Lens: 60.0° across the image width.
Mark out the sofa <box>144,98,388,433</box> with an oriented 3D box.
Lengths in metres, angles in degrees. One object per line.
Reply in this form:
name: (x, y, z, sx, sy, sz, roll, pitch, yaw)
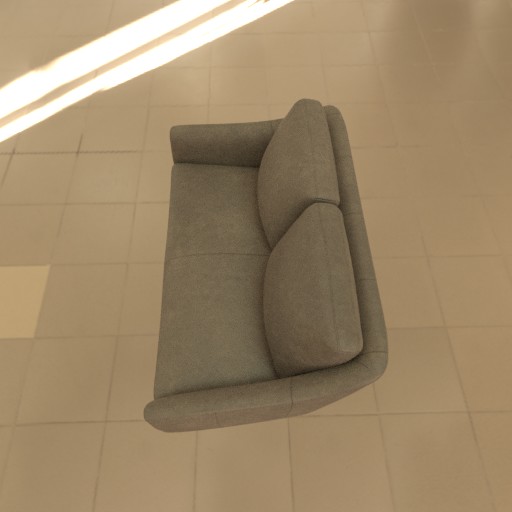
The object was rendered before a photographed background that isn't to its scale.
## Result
sofa: (0.000, 0.000, 2.245, 0.960, 0.902, 1.619, -2, 59, -1)
